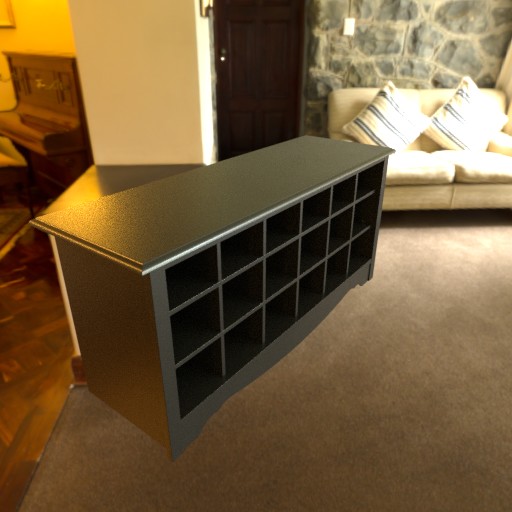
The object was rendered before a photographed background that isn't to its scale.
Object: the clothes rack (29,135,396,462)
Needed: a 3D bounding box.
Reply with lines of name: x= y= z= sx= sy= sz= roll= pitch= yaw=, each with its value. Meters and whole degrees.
clothes rack: x=0.000 y=0.000 z=1.476 sx=0.406 sy=0.556 sz=1.219 roll=19 pitch=32 yaw=33
